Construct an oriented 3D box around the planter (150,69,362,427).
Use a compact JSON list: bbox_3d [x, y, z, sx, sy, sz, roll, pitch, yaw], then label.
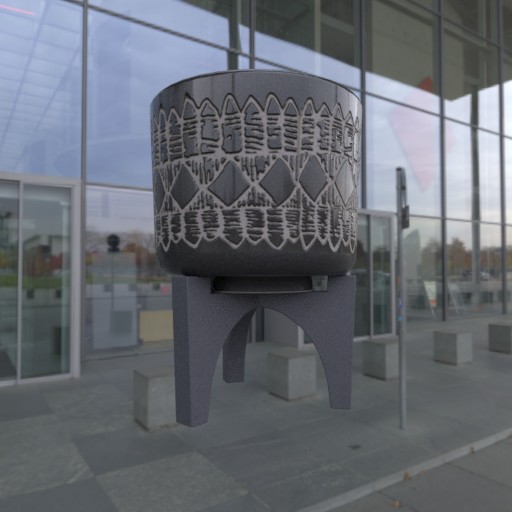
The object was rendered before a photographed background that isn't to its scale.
[{"bbox_3d":[0.000,0.000,0.274,0.129,0.177,0.129,0,-2,0],"label":"planter"}]
